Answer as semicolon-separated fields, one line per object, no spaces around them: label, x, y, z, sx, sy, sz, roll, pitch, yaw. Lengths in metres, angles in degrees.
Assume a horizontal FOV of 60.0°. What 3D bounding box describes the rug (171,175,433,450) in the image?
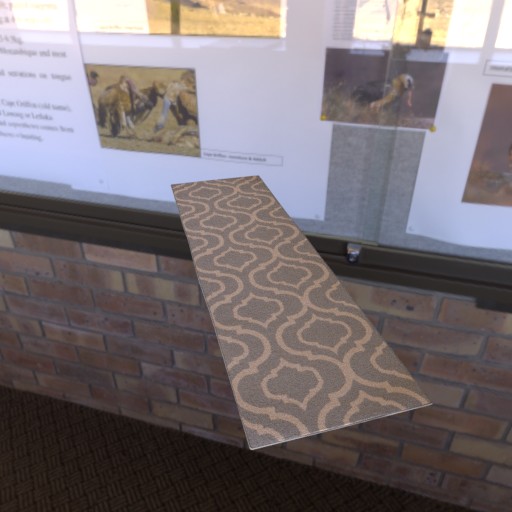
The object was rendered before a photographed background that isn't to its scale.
rug;0.000;0.000;2.440;0.684;0.009;2.275;-8;33;-13
